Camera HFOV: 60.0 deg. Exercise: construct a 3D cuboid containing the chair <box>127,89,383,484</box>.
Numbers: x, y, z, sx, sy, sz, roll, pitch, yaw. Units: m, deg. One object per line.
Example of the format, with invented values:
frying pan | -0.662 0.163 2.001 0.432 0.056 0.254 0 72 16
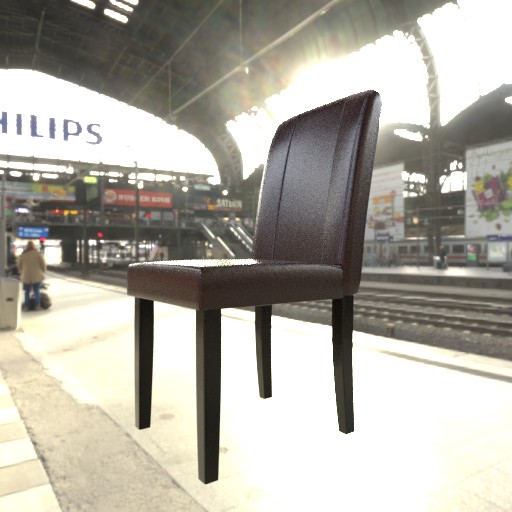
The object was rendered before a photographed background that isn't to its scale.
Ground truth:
chair | 0.000 0.000 1.166 0.556 0.897 0.399 0 0 -37
